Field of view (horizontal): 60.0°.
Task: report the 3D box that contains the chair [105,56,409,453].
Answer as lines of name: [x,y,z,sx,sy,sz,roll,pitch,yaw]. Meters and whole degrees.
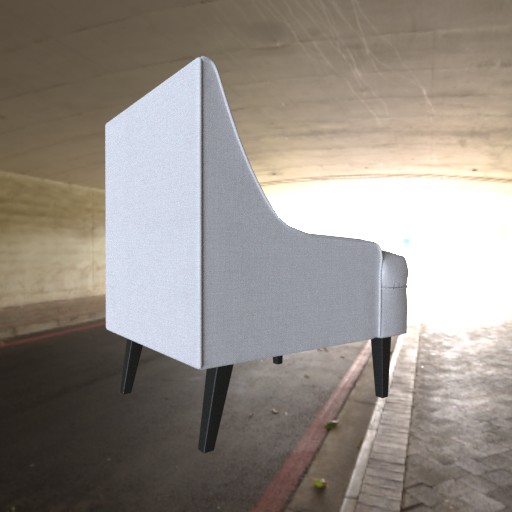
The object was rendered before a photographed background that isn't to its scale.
chair: [0.000,0.000,1.430,0.772,0.891,0.658,0,1,-36]
